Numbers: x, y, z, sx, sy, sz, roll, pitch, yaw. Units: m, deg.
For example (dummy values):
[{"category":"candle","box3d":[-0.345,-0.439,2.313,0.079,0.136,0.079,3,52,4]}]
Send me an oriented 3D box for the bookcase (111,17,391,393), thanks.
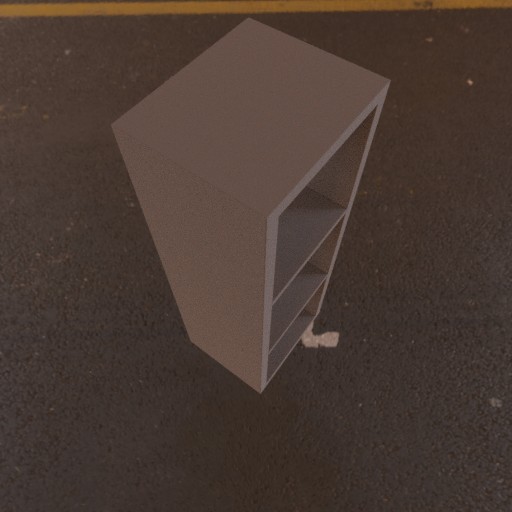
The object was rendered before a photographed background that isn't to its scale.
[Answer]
[{"category":"bookcase","box3d":[0.000,0.000,1.252,0.330,1.080,0.390,33,65,18]}]
